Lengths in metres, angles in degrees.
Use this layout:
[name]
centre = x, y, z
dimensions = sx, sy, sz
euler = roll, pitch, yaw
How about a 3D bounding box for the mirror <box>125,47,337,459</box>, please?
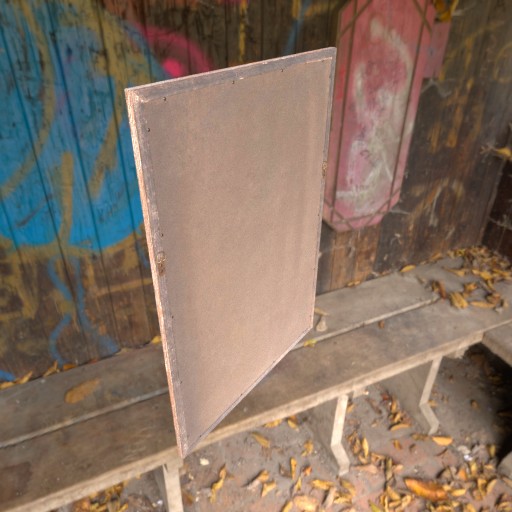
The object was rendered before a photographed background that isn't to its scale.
[mirror]
centre = 0.000, 0.000, 1.235
dimensions = 0.025, 0.996, 0.705
euler = 22, 38, 31
